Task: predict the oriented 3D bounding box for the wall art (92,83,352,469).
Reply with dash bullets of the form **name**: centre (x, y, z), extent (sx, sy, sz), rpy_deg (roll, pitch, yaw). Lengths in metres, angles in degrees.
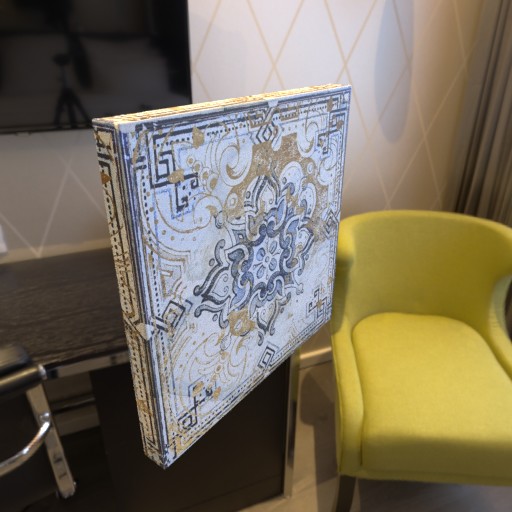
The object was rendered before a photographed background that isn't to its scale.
- **wall art**: centre (0.000, 0.000, 0.605), extent (0.038, 0.410, 0.411), rpy_deg (19, 32, 33)
